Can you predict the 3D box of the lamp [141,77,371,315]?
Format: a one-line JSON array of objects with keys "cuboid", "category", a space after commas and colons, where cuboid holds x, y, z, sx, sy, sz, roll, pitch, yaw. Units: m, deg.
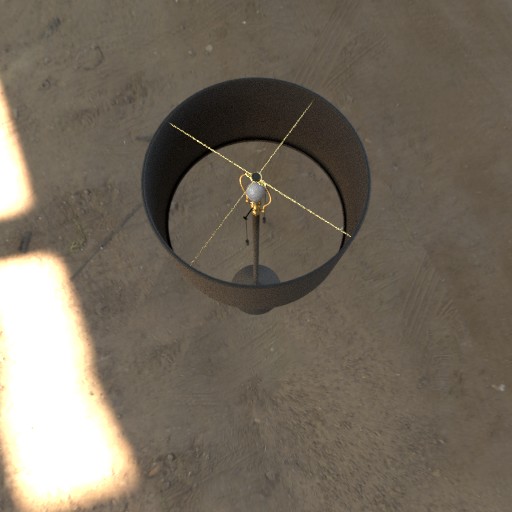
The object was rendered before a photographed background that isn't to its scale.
[{"cuboid": [0.000, 0.000, 1.848, 0.580, 1.526, 0.580, 33, 77, 9], "category": "lamp"}]
